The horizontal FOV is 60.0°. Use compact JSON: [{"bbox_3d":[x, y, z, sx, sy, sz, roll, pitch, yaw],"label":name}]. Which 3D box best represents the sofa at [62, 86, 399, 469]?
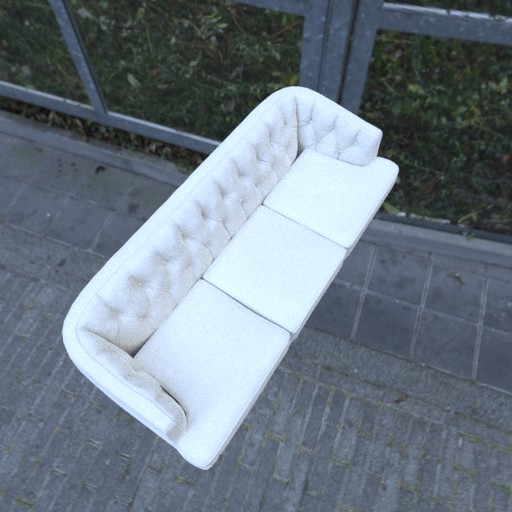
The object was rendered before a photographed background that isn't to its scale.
[{"bbox_3d":[0.000,0.000,2.717,0.941,0.855,2.278,29,63,16],"label":"sofa"}]
